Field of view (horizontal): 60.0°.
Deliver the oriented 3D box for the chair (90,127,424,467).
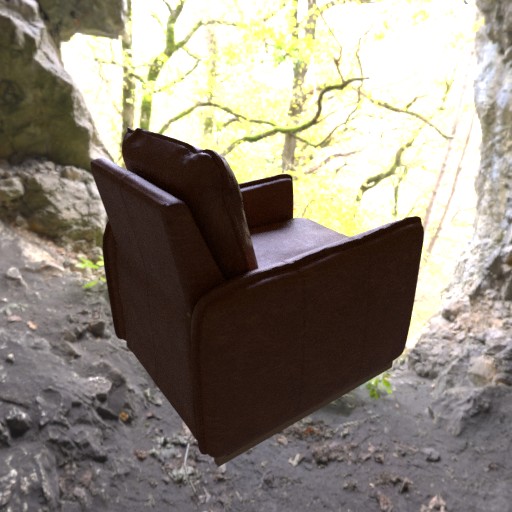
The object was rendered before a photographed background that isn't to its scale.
[{"bbox_3d":[0.000,0.000,1.603,0.922,0.922,0.830,-17,30,-32],"label":"chair"}]
